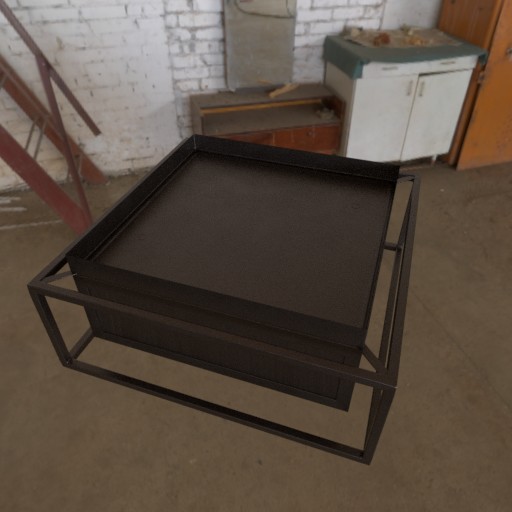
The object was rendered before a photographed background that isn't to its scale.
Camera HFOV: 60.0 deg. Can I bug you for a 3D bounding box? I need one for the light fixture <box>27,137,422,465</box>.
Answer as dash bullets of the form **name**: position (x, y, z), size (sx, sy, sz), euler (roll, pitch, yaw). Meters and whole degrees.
- **light fixture**: position (0.000, 0.000, 0.687), size (0.441, 0.191, 0.441), euler (12, 41, 15)
